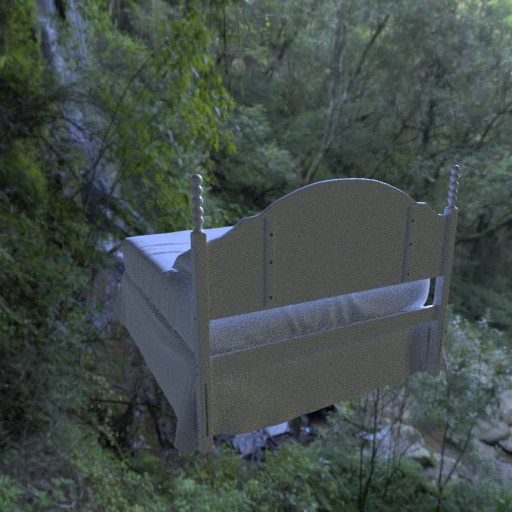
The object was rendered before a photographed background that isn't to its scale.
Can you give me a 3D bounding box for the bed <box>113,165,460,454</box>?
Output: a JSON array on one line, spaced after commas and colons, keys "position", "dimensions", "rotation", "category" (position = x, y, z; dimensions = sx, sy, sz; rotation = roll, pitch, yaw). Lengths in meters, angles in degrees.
[{"position": [0.000, 0.000, 3.242], "dimensions": [1.873, 1.356, 2.040], "rotation": [-7, 16, -26], "category": "bed"}]
